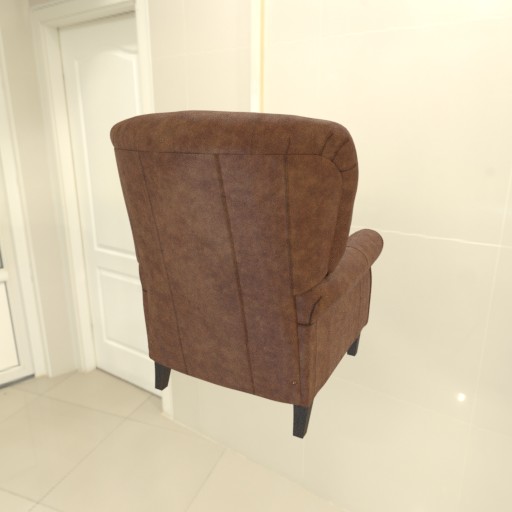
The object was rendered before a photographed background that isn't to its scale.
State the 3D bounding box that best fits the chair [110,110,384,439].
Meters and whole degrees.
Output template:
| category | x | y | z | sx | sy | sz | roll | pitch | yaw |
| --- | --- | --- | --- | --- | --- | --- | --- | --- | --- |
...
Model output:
| category | x | y | z | sx | sy | sz | roll | pitch | yaw |
| --- | --- | --- | --- | --- | --- | --- | --- | --- | --- |
| chair | 0.000 | 0.000 | 1.895 | 0.951 | 1.164 | 1.059 | 9 | 19 | 27 |
